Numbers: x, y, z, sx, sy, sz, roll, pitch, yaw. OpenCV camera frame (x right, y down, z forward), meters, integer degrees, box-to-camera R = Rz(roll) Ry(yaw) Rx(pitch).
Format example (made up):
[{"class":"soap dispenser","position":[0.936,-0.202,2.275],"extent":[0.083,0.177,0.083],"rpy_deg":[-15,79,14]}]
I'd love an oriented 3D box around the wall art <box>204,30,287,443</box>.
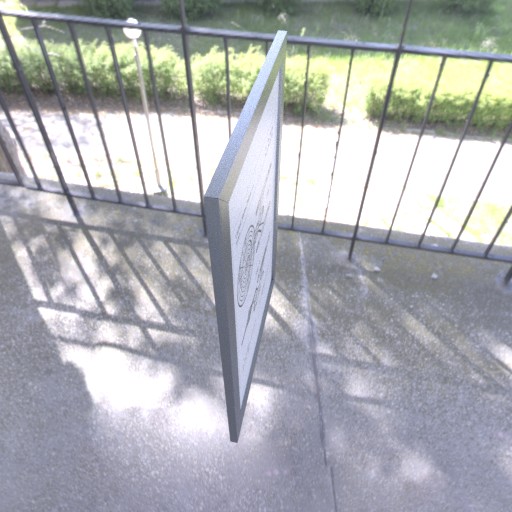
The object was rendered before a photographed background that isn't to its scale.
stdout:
[{"class":"wall art","position":[0.000,0.000,0.686],"extent":[0.013,0.529,0.376],"rpy_deg":[8,47,8]}]
